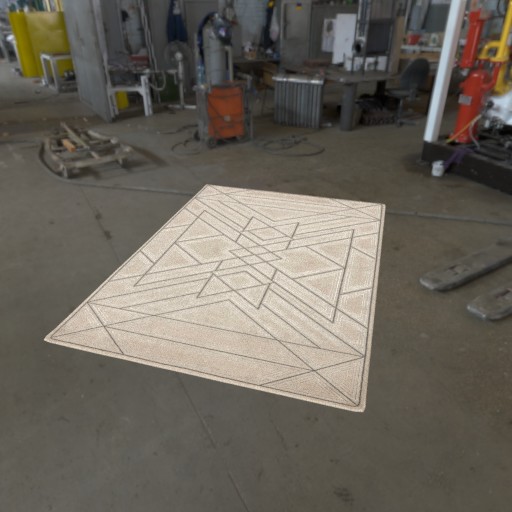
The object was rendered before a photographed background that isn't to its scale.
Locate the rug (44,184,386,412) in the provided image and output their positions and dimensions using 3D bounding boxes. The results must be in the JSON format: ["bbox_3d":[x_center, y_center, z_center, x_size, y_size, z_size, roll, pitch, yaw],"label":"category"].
[{"bbox_3d":[0.000,0.000,4.510,2.436,0.026,3.381,9,32,14],"label":"rug"}]
